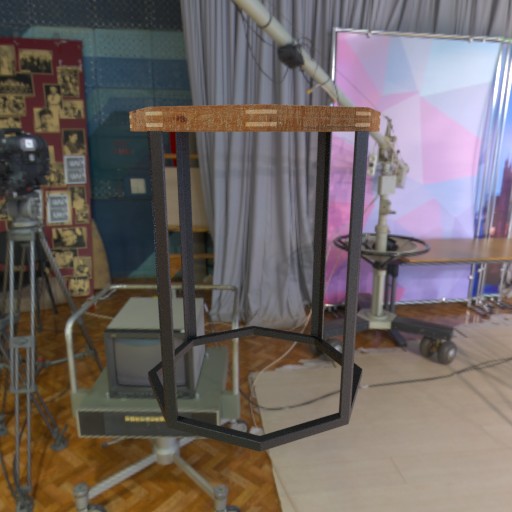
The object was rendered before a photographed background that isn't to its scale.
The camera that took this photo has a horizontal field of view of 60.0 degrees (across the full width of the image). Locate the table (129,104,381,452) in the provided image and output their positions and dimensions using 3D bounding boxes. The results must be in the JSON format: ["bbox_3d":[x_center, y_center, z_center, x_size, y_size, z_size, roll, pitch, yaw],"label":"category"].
[{"bbox_3d":[0.000,0.000,0.879,0.458,0.543,0.458,14,21,41],"label":"table"}]
